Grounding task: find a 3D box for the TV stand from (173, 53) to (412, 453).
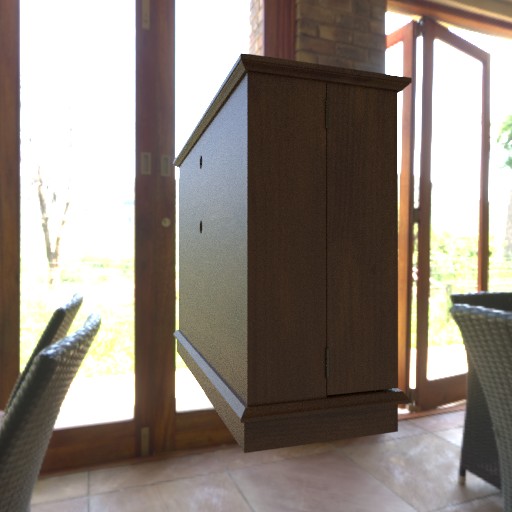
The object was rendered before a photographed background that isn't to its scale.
[{"bbox_3d":[0.000,0.000,1.458,0.406,0.813,1.067,0,0,-18],"label":"TV stand"}]
